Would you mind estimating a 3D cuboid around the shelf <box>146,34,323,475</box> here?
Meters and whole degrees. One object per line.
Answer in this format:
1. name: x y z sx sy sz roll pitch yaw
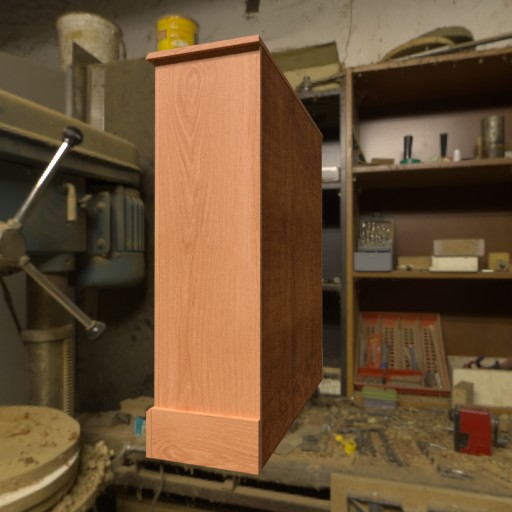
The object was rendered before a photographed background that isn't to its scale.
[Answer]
1. shelf: 0.000 0.000 1.430 0.291 0.980 0.840 0 -1 18
